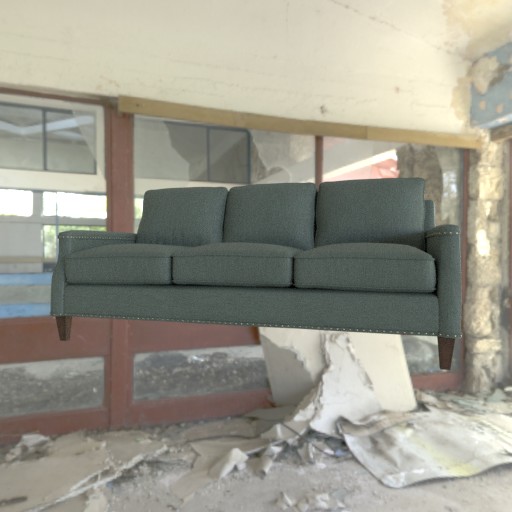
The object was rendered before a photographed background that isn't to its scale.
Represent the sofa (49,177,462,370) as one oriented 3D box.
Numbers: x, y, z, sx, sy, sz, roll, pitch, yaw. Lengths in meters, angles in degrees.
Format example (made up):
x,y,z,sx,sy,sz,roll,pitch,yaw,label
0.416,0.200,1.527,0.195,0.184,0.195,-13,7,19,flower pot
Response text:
x,y,z,sx,sy,sz,roll,pitch,yaw,label
0.000,0.000,2.778,2.246,1.003,1.084,0,1,18,sofa
